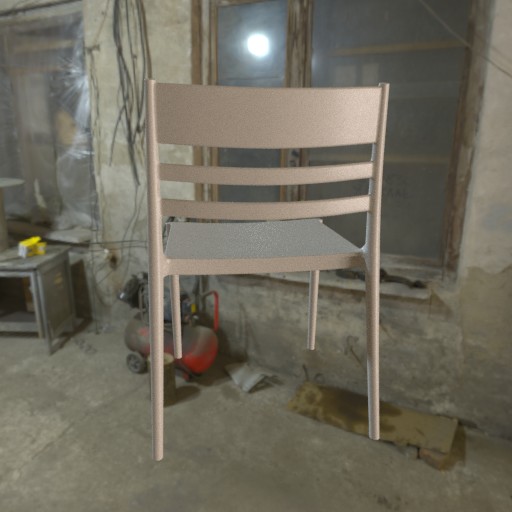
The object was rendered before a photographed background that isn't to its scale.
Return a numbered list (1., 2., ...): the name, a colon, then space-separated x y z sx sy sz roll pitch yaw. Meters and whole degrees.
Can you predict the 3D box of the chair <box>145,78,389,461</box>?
1. chair: 0.000 0.000 1.144 0.531 0.800 0.511 -2 15 -8
